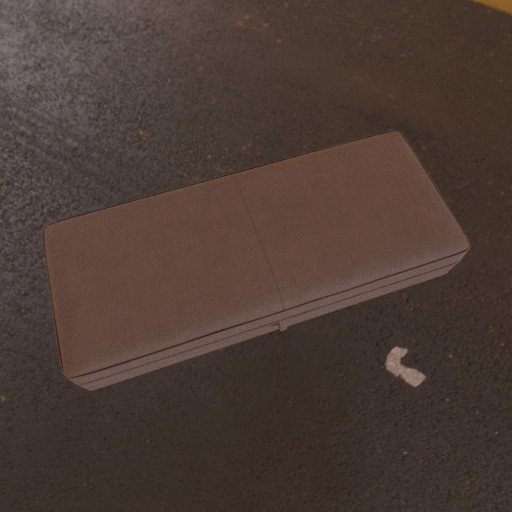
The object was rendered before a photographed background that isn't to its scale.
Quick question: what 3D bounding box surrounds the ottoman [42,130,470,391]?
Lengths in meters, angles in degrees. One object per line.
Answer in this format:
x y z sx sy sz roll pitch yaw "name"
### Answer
0.000 0.000 2.065 1.764 0.470 0.751 -17 65 -8 "ottoman"
